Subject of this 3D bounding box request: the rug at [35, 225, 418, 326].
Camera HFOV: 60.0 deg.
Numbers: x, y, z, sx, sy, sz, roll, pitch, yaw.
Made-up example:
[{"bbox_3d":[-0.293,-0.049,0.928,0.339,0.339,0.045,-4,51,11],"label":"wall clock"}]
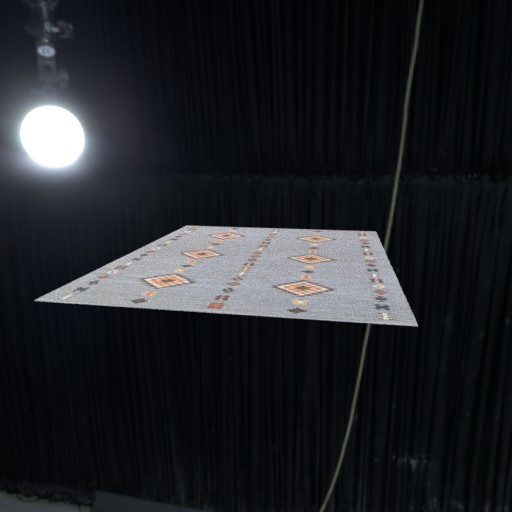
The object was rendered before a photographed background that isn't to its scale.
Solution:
[{"bbox_3d":[0.000,0.000,4.169,2.425,0.008,3.035,2,14,10],"label":"rug"}]
